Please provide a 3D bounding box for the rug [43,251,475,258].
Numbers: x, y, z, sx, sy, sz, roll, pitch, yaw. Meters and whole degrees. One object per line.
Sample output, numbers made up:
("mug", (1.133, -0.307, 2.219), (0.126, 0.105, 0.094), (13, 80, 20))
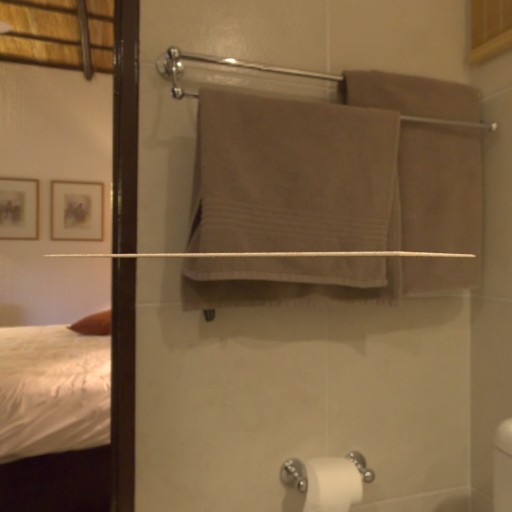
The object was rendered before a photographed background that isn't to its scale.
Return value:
("rug", (0.000, 0.000, 3.373), (2.746, 0.018, 1.819), (0, 0, 35))
